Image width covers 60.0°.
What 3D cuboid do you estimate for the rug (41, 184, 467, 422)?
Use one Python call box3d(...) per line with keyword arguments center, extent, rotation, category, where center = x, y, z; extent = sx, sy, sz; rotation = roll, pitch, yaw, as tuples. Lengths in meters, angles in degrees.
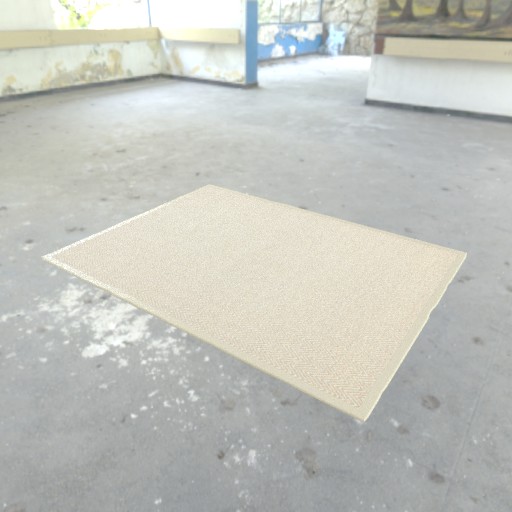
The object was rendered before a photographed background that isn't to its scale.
box3d(center=(0.000, 0.000, 4.727), extent=(3.659, 0.037, 2.734), rotation=(19, 35, 30), category="rug")
